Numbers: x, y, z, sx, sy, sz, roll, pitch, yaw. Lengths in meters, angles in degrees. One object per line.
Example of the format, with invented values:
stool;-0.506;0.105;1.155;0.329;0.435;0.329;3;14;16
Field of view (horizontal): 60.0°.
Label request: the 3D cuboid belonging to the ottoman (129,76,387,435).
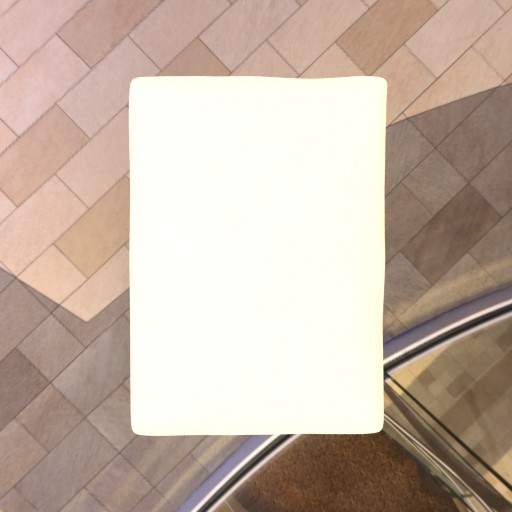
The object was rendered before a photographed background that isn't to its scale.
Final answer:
ottoman;0.000;0.000;1.303;0.703;0.479;0.944;0;91;-1
